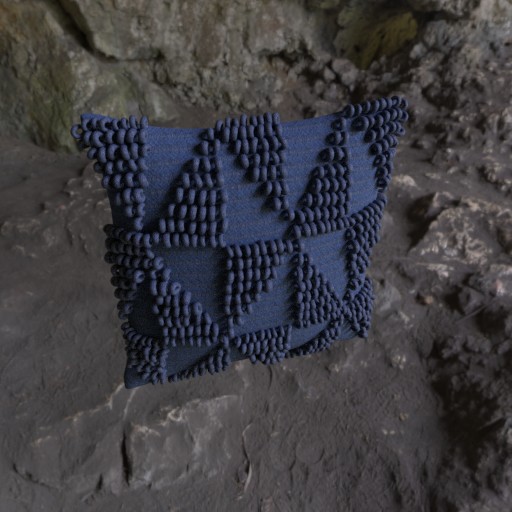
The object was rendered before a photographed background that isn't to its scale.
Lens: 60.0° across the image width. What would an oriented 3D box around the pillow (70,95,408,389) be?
[{"bbox_3d":[0.000,0.000,0.703,0.469,0.466,0.172,-9,32,-15],"label":"pillow"}]
